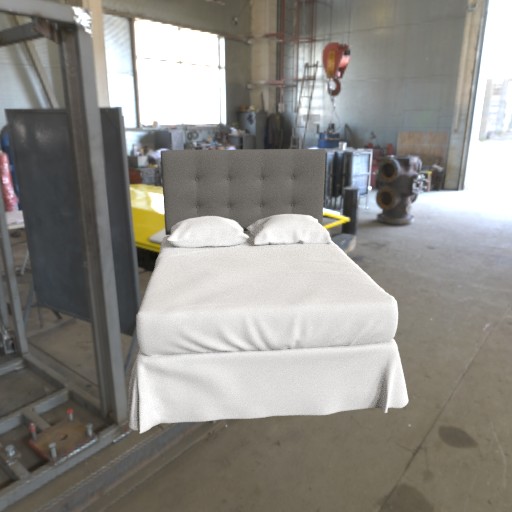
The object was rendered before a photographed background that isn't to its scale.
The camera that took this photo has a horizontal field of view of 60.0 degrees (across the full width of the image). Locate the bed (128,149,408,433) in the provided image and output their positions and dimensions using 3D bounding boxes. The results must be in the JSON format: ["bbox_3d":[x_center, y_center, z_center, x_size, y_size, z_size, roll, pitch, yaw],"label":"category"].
[{"bbox_3d":[0.000,0.000,3.635,1.936,1.577,2.222,-2,17,-6],"label":"bed"}]
